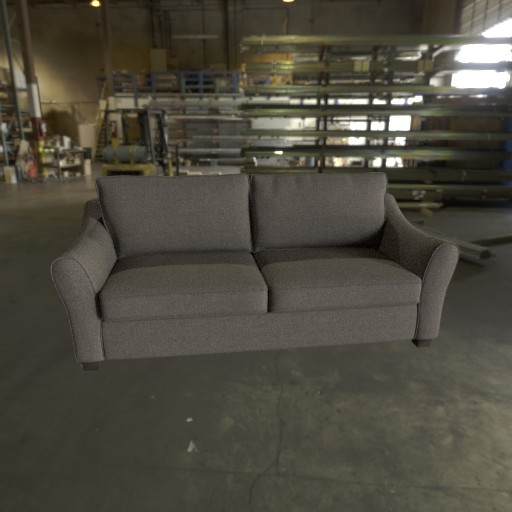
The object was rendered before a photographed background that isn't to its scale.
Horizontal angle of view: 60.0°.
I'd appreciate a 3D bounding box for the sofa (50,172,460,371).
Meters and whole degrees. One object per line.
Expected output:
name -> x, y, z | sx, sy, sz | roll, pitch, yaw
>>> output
sofa -> 0.000, 0.000, 2.775 | 2.203, 0.976, 1.013 | -2, 16, -8
